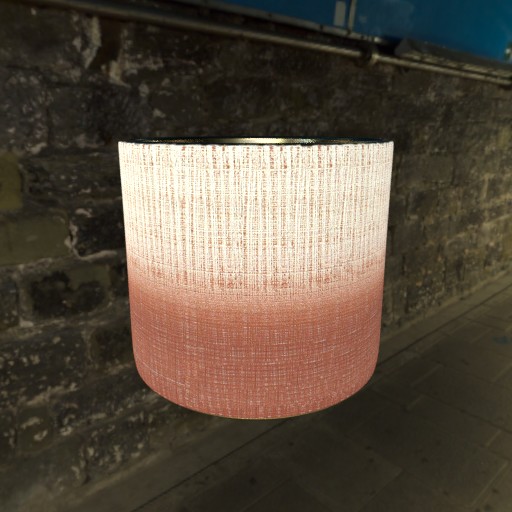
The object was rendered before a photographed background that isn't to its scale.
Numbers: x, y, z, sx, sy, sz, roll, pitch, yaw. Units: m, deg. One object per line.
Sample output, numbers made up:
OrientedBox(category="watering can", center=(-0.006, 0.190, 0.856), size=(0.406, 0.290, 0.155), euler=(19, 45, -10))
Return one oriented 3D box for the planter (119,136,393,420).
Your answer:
OrientedBox(category="planter", center=(0.000, 0.000, 0.391), size=(0.221, 0.201, 0.221), euler=(0, 16, 0))
